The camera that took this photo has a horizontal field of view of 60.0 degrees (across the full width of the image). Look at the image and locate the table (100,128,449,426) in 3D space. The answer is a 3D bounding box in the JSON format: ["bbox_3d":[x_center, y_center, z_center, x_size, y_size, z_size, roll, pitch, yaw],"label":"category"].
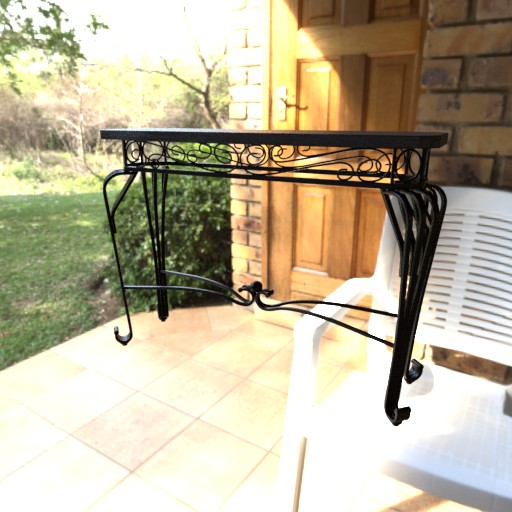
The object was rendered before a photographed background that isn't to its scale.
[{"bbox_3d":[0.000,0.000,1.473,1.112,0.800,0.329,9,19,26],"label":"table"}]
